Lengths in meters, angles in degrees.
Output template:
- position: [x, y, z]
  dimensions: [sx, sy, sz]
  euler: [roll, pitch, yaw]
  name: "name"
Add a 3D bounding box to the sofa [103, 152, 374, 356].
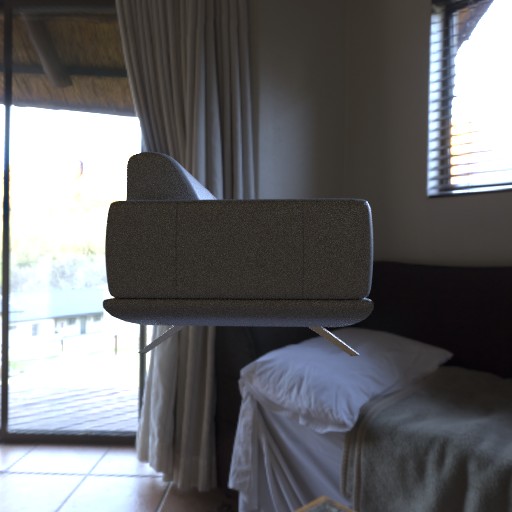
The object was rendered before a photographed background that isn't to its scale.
- position: [0.000, 0.000, 2.353]
  dimensions: [0.900, 0.772, 1.901]
  euler: [0, -1, 4]
  name: "sofa"
